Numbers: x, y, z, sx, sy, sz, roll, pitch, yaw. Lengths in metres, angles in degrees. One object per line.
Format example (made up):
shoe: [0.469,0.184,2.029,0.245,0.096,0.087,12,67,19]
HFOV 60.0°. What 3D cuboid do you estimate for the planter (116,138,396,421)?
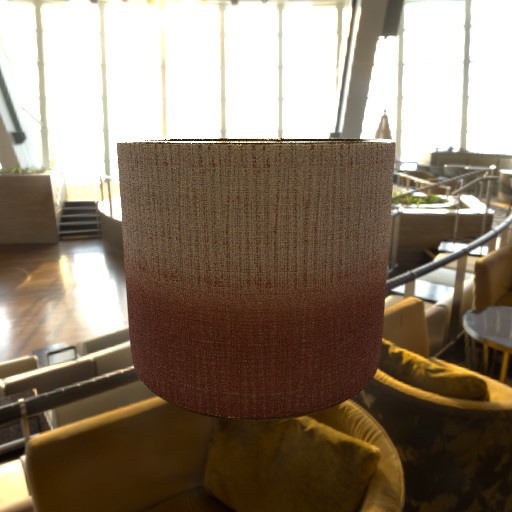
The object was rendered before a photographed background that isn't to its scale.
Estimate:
planter: [0.000,0.000,0.309,0.178,0.157,0.178,0,16,0]
